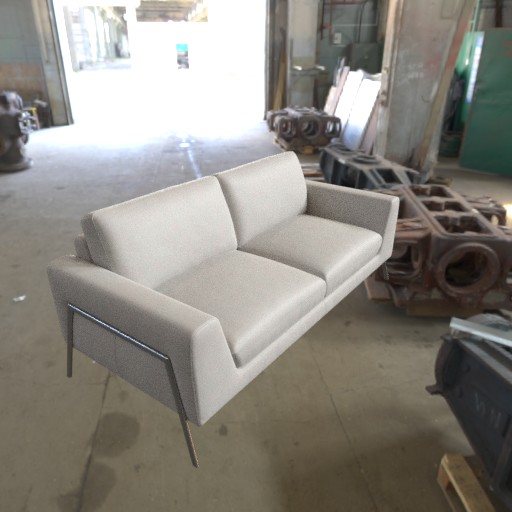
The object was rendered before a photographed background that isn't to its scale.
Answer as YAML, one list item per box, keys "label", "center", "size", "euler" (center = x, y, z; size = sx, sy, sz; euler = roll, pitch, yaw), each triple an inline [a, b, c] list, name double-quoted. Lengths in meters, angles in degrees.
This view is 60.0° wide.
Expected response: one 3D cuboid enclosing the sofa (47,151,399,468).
- label: "sofa"
  center: [0.000, 0.000, 2.579]
  size: [0.953, 0.875, 2.017]
  euler: [18, 30, 33]
